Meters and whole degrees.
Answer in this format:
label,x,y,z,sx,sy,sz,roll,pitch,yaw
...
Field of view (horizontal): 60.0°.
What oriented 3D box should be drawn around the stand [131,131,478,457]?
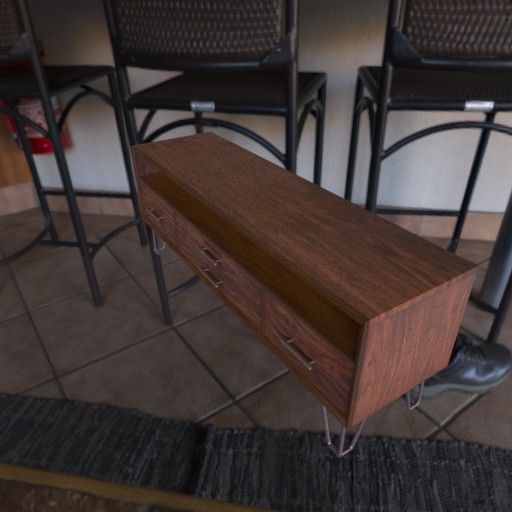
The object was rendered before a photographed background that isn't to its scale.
label,x,y,z,sx,sy,sz,roll,pitch,yaw
stand,0.000,0.000,1.913,0.481,0.610,1.626,-19,37,-28
